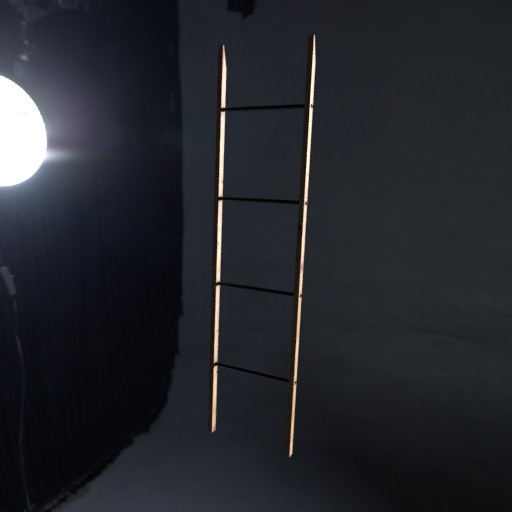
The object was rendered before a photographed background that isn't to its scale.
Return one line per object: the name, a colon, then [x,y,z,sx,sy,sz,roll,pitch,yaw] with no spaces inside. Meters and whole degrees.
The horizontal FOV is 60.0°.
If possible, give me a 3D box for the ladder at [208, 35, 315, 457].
ladder: [0.000,0.000,1.985,0.442,1.805,0.200,7,15,25]
